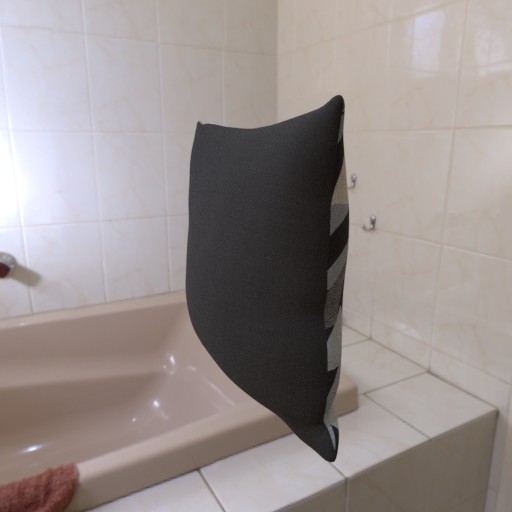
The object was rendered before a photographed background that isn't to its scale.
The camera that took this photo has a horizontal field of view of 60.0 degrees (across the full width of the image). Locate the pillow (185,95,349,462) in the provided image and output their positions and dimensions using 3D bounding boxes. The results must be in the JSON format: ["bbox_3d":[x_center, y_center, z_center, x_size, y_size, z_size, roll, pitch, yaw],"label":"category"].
[{"bbox_3d":[0.000,0.000,0.785,0.208,0.496,0.503,-7,16,-26],"label":"pillow"}]
